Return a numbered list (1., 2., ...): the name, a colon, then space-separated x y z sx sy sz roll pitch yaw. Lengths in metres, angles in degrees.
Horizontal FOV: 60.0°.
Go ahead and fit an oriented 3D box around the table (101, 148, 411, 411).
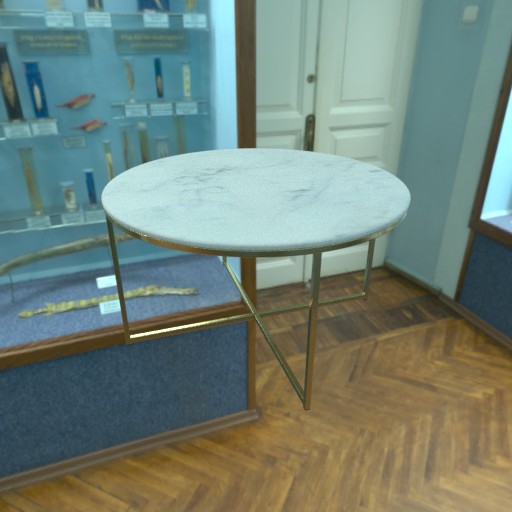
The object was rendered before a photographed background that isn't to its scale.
1. table: 0.000 0.000 1.299 0.800 0.450 0.800 0 27 0
